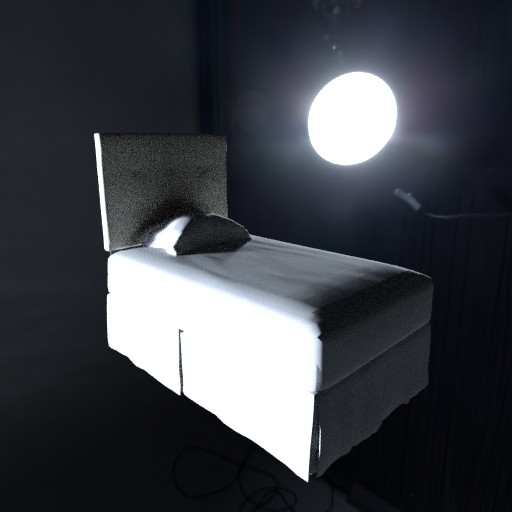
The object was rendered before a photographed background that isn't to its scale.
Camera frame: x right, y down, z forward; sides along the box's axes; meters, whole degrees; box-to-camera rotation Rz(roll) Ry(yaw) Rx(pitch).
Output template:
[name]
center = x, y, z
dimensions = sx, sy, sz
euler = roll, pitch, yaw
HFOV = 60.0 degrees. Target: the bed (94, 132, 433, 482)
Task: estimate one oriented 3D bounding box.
[bed]
center = 0.000, 0.000, 2.911
dimensions = 1.997, 1.571, 1.261
euler = 14, 20, 43
